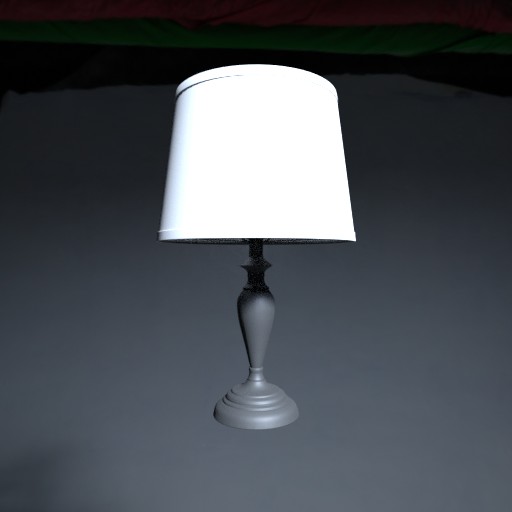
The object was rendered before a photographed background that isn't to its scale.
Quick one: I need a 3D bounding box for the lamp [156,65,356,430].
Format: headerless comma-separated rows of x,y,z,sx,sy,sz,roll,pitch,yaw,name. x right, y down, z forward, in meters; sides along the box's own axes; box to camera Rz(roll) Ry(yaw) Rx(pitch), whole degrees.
0.000,0.000,0.706,0.310,0.501,0.310,0,0,0,lamp
